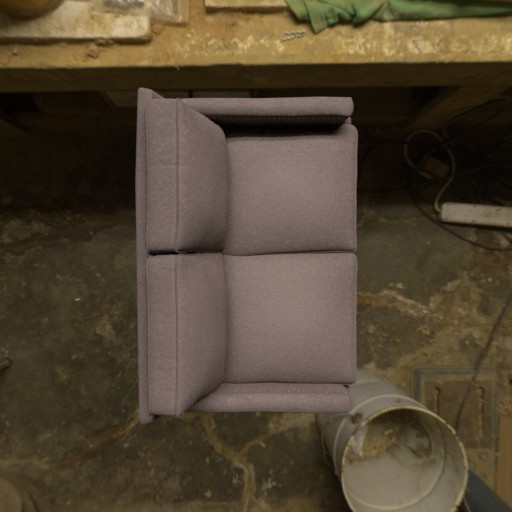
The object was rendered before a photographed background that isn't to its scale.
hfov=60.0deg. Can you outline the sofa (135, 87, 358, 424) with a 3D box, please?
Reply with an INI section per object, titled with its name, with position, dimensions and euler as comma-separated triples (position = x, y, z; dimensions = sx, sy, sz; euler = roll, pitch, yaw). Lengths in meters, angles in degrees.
[sofa]
position = 0.000, 0.000, 2.330
dimensions = 1.084, 1.003, 1.597
euler = 0, 91, -1
